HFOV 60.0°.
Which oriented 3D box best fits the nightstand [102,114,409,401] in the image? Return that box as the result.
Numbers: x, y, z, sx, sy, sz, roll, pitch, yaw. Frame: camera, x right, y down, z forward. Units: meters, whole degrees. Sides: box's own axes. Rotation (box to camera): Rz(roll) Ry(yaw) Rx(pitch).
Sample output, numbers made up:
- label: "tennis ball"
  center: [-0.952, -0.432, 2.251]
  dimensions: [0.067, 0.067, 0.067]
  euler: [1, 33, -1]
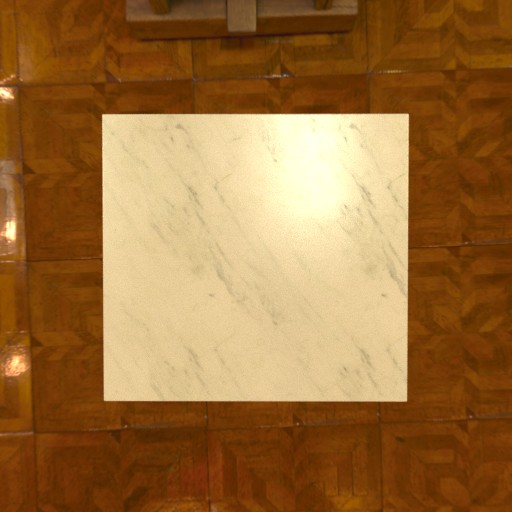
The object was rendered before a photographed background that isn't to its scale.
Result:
- label: "nightstand"
  center: [0.000, 0.000, 0.880]
  dimensions: [0.513, 0.426, 0.514]
  euler: [0, 91, 0]
